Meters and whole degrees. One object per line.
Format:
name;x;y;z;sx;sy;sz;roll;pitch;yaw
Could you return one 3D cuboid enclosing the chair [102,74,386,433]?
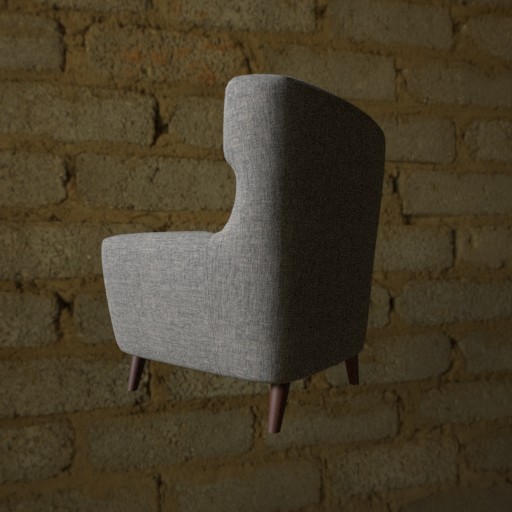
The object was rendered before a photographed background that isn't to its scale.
chair;0.000;0.000;1.765;0.904;1.063;0.878;1;1;36
